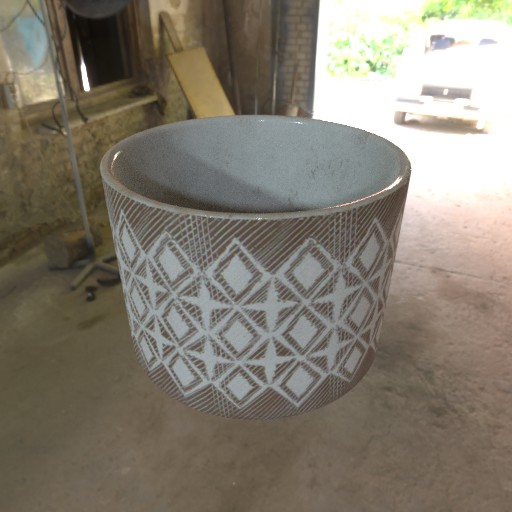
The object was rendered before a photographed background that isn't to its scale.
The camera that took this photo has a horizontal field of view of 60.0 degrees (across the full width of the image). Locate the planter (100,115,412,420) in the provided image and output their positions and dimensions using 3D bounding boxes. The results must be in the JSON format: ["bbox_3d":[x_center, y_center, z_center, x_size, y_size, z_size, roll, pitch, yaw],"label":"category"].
[{"bbox_3d":[0.000,0.000,0.214,0.126,0.104,0.126,0,31,0],"label":"planter"}]
